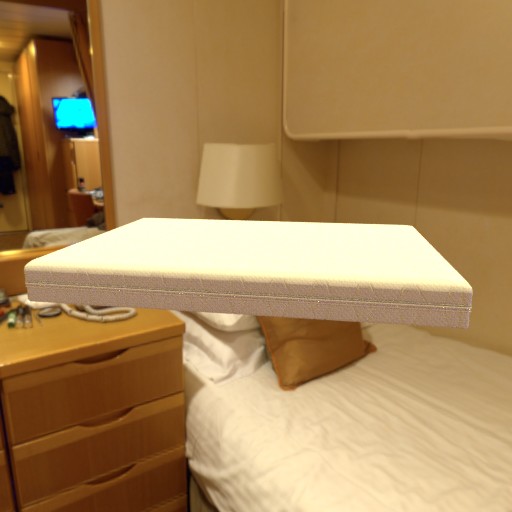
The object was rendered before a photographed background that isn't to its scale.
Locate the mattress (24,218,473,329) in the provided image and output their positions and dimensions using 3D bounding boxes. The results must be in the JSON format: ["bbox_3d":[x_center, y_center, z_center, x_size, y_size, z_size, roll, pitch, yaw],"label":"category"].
[{"bbox_3d":[0.000,0.000,2.606,2.000,0.200,1.400,2,14,9],"label":"mattress"}]
